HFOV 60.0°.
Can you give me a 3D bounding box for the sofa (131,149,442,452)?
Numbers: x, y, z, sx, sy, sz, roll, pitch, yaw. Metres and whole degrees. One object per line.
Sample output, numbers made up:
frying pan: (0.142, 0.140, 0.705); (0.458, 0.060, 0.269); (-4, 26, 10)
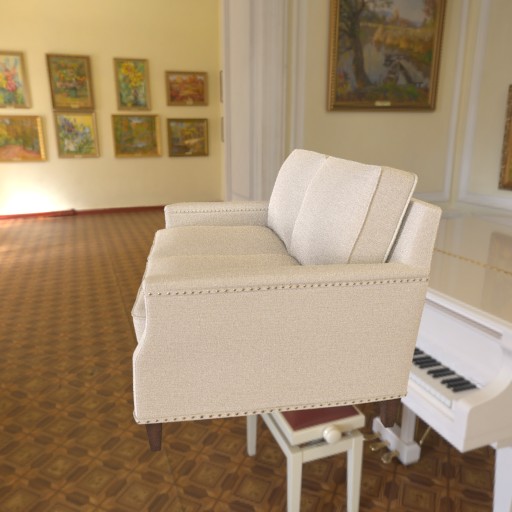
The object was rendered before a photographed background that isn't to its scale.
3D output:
sofa: (0.000, 0.000, 2.230); (1.084, 1.003, 1.597); (-2, 16, -8)
